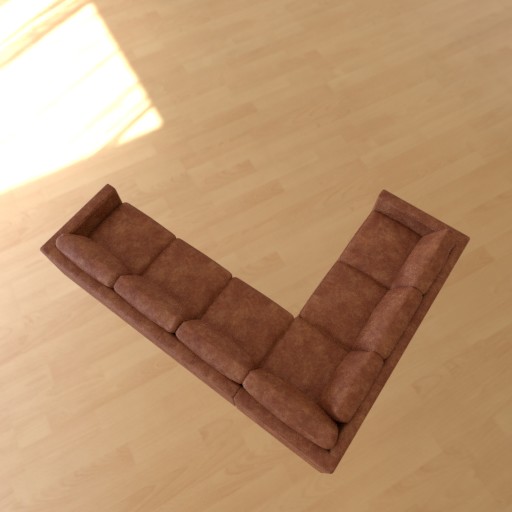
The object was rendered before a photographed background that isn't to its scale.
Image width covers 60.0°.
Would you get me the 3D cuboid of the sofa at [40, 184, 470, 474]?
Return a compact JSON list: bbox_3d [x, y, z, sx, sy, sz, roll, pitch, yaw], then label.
[{"bbox_3d":[0.000,0.000,4.317,3.150,0.838,2.438,33,69,15],"label":"sofa"}]
